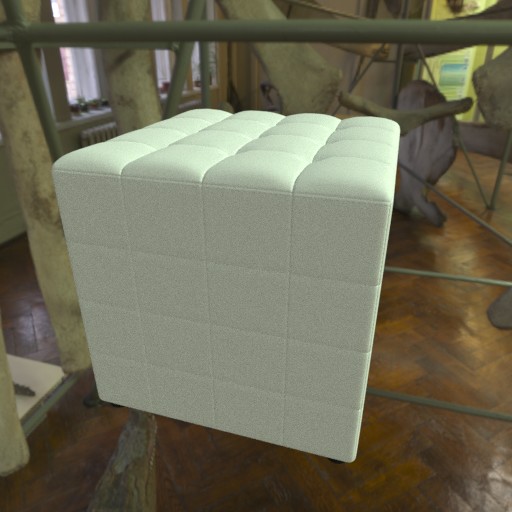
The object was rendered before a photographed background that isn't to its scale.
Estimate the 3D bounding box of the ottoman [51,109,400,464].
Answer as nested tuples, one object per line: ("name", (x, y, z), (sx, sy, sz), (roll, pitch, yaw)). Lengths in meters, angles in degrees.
("ottoman", (0.000, 0.000, 0.777), (0.425, 0.432, 0.425), (8, 28, 15))
